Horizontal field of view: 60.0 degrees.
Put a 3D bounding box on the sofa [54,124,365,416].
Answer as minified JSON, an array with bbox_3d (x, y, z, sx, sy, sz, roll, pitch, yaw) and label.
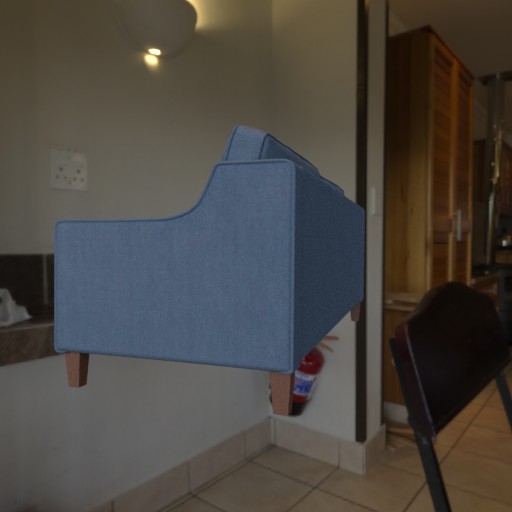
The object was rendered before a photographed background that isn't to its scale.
[{"bbox_3d":[0.000,0.000,2.701,1.066,1.071,2.178,1,2,20],"label":"sofa"}]
